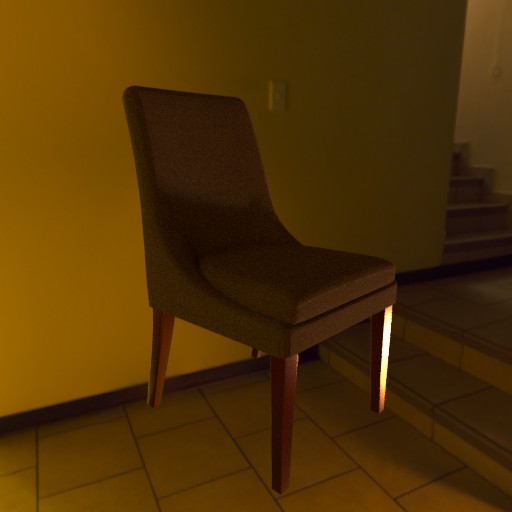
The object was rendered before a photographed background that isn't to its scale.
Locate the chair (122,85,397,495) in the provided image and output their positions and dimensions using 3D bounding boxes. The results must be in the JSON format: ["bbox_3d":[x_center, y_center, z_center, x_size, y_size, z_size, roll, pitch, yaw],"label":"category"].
[{"bbox_3d":[0.000,0.000,1.293,0.655,0.952,0.508,13,18,42],"label":"chair"}]
